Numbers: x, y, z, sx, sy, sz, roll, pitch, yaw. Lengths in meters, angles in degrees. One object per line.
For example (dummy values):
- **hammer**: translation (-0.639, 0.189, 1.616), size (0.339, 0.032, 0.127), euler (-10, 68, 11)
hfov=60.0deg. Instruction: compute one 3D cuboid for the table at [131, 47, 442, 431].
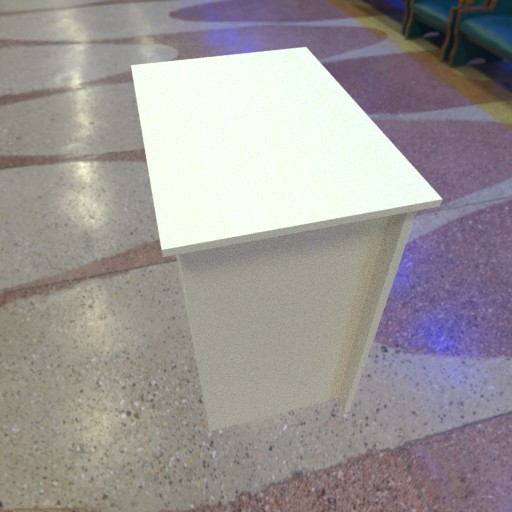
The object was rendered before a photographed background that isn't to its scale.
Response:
- **table**: translation (0.000, 0.000, 1.056), size (0.406, 0.711, 0.589), euler (-11, 47, -10)
